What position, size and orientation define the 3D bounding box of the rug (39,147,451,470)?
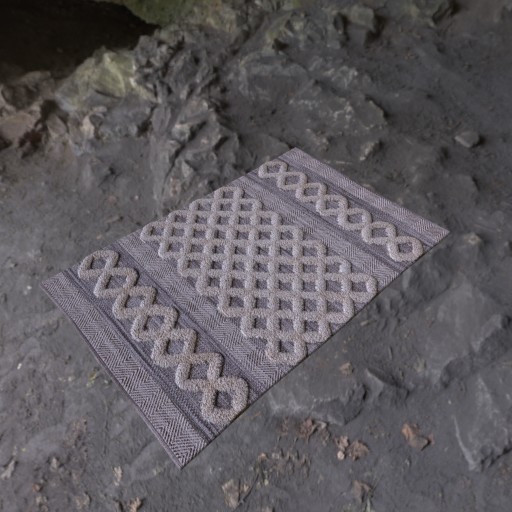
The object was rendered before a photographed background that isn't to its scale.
[{"bbox_3d":[0.000,0.000,2.937,2.333,0.033,1.513,-33,54,-28],"label":"rug"}]
